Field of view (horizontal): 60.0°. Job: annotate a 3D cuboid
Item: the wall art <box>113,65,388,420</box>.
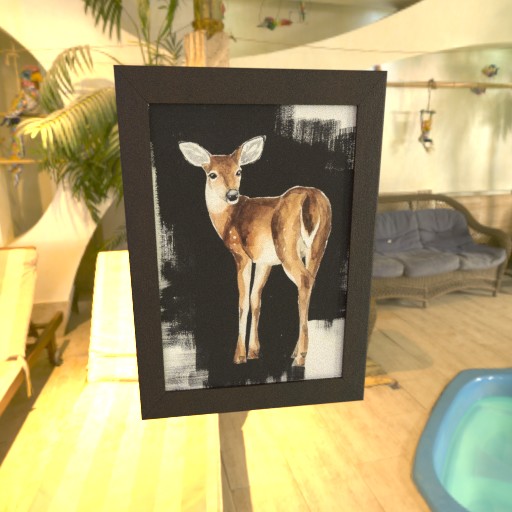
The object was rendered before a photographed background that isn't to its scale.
[{"bbox_3d":[0.000,0.000,0.646,0.359,0.508,0.013,-2,16,-8],"label":"wall art"}]
